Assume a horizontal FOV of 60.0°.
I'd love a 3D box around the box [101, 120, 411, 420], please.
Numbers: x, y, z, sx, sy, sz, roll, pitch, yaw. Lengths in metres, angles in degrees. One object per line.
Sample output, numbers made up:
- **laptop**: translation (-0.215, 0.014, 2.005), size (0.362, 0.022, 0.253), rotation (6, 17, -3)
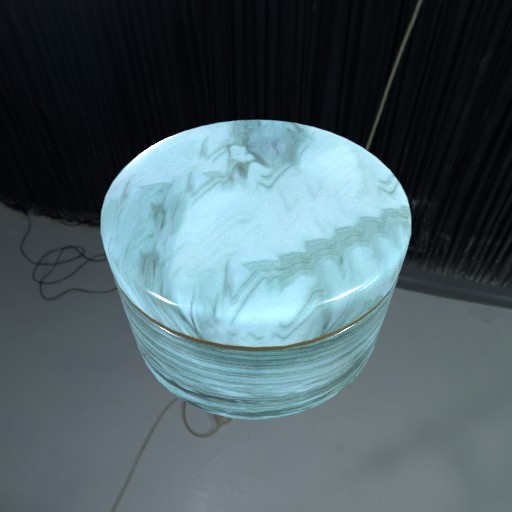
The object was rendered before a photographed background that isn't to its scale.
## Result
- **box**: translation (0.000, 0.000, 0.167), size (0.101, 0.063, 0.101), rotation (0, 46, 0)
